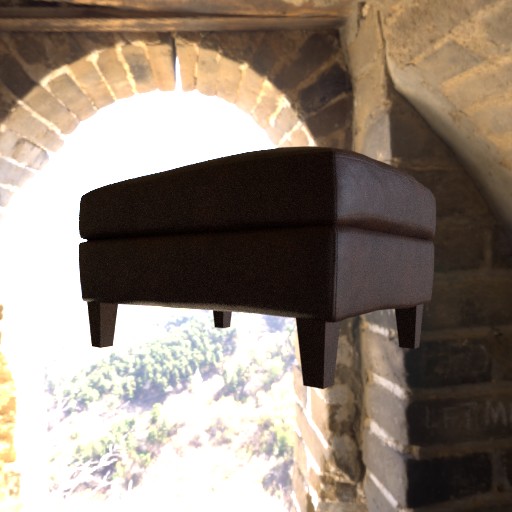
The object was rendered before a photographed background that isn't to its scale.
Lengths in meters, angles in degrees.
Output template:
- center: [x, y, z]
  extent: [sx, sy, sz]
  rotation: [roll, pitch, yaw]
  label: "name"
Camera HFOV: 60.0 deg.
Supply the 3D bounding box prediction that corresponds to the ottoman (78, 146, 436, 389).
- center: [0.000, 0.000, 1.294]
  extent: [0.887, 0.527, 0.659]
  rotation: [-1, -2, 37]
  label: "ottoman"
